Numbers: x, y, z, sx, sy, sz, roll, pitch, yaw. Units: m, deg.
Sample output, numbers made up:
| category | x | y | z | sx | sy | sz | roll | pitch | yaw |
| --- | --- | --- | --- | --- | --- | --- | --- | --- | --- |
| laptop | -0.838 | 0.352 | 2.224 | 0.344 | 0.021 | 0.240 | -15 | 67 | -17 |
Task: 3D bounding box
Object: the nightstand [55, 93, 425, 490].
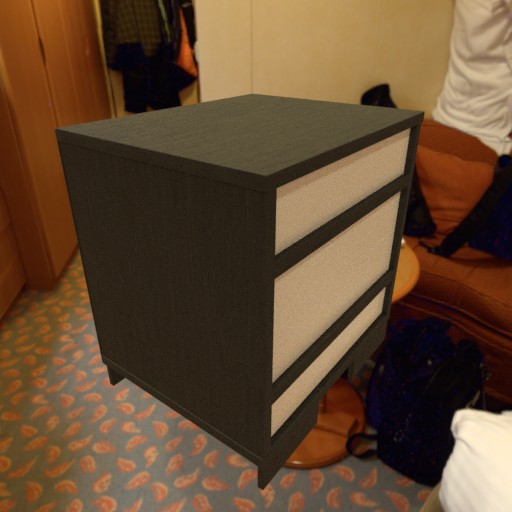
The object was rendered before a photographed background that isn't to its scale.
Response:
| category | x | y | z | sx | sy | sz | roll | pitch | yaw |
| --- | --- | --- | --- | --- | --- | --- | --- | --- | --- |
| nightstand | 0.000 | 0.000 | 0.746 | 0.347 | 0.448 | 0.427 | 19 | 33 | 32 |
